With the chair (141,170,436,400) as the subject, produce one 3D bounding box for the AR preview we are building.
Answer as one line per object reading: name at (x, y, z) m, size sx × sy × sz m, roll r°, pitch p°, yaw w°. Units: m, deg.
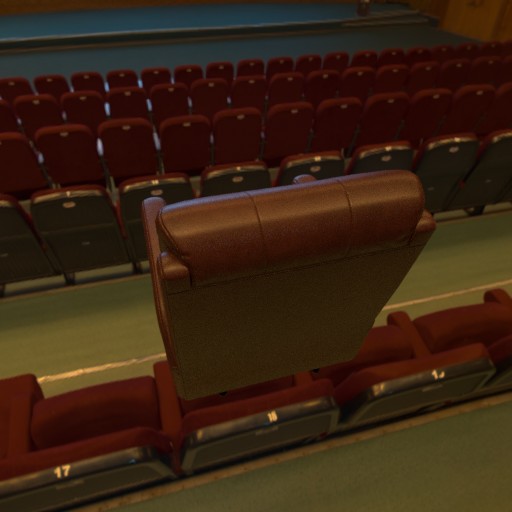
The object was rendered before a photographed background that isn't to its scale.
chair at (0.000, 0.000, 1.666) m, size 0.787 × 1.016 × 0.939 m, roll -11°, pitch 41°, yaw -12°
